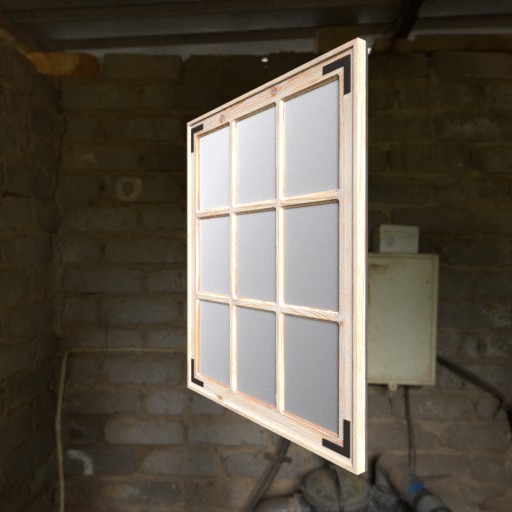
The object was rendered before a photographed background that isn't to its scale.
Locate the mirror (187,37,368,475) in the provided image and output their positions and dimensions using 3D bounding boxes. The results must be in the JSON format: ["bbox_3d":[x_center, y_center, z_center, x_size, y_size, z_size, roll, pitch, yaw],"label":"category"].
[{"bbox_3d":[0.000,0.000,1.196,0.032,0.882,0.730,0,0,-36],"label":"mirror"}]
